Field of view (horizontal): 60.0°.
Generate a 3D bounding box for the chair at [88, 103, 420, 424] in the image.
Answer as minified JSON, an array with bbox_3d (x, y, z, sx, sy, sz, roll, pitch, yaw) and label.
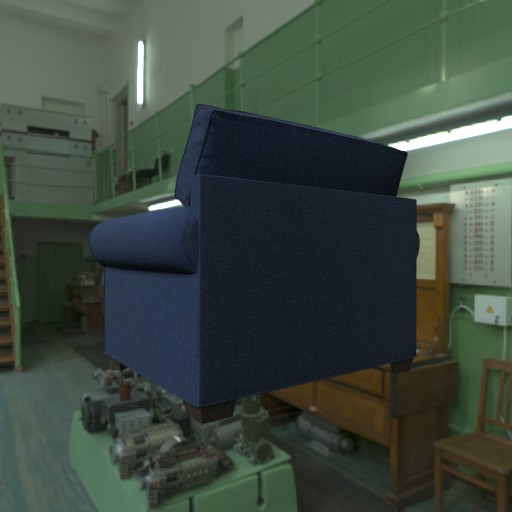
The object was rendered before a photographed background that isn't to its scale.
[{"bbox_3d":[0.000,0.000,2.063,1.285,1.044,0.963,0,1,-36],"label":"chair"}]
